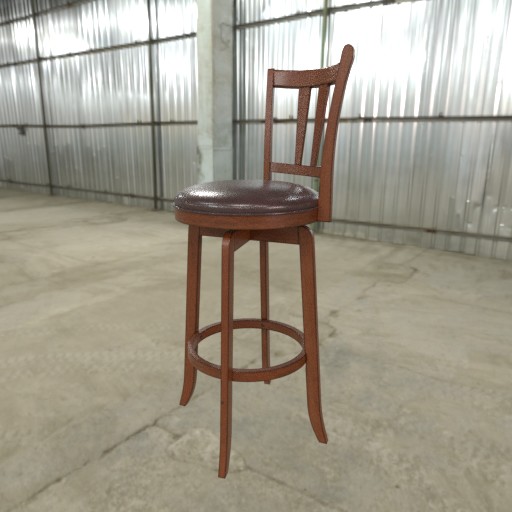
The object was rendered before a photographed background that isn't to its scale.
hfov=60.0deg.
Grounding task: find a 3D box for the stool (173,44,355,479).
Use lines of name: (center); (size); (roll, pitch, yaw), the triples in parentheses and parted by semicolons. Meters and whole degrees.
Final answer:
stool: (0.000, 0.000, 1.396); (0.503, 1.177, 0.464); (-7, 16, -25)
